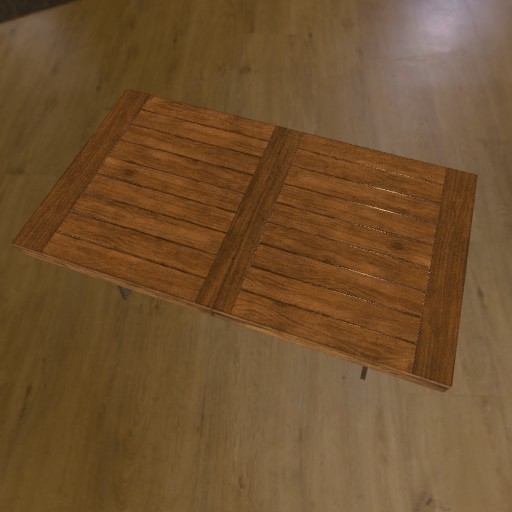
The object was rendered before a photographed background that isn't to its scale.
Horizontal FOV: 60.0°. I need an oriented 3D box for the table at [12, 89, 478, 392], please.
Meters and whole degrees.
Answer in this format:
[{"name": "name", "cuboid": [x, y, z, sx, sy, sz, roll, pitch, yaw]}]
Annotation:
[{"name": "table", "cuboid": [0.000, 0.000, 2.094, 1.641, 0.757, 0.931, 17, 61, 10]}]
